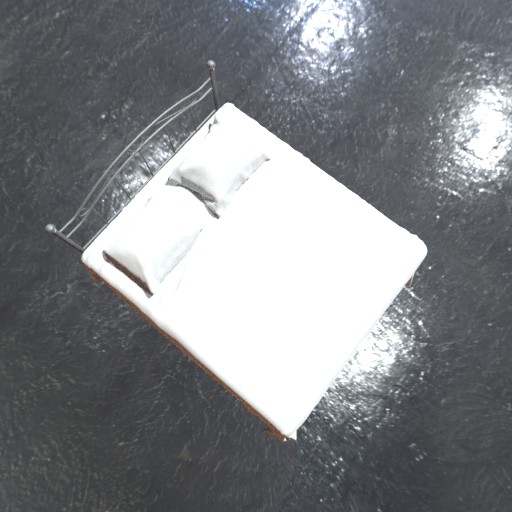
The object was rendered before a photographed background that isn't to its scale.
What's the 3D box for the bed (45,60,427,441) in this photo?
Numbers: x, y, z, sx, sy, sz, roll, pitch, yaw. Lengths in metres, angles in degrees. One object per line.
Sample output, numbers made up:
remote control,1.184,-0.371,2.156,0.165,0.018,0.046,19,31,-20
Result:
bed,0.000,0.000,3.330,2.215,1.080,1.936,38,79,9
